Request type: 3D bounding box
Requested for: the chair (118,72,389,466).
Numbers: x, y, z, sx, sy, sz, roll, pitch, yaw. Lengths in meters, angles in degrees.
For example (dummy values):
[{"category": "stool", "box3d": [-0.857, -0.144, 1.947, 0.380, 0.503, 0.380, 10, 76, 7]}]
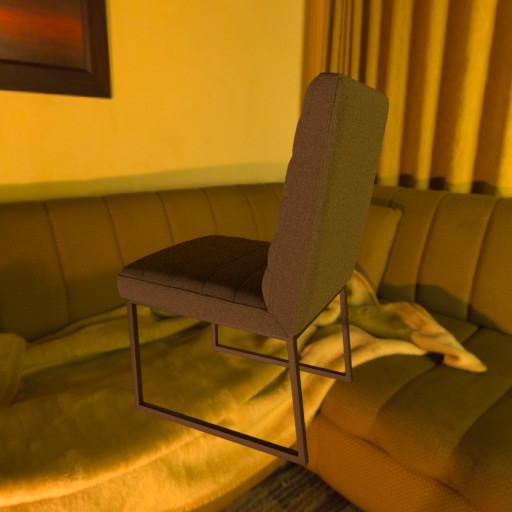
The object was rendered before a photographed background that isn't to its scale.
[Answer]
[{"category": "chair", "box3d": [0.000, 0.000, 1.309, 0.634, 0.930, 0.520, 7, 16, 25]}]
